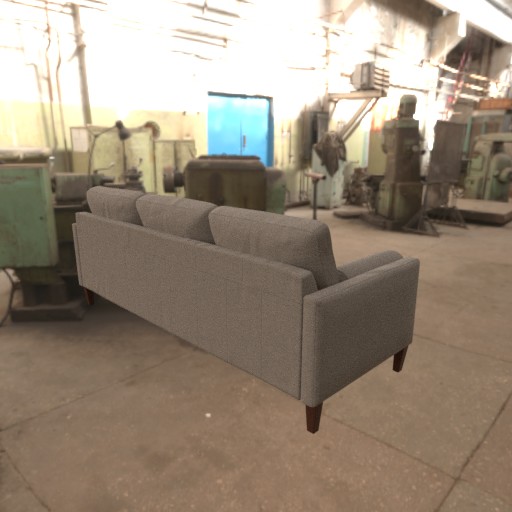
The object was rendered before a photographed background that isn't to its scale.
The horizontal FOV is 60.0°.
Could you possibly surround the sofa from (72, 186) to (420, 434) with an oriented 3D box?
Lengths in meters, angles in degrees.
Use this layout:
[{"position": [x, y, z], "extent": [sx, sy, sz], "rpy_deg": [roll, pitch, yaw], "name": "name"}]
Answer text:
[{"position": [0.000, 0.000, 2.916], "extent": [1.506, 0.875, 2.178], "rpy_deg": [-14, 20, -43], "name": "sofa"}]
